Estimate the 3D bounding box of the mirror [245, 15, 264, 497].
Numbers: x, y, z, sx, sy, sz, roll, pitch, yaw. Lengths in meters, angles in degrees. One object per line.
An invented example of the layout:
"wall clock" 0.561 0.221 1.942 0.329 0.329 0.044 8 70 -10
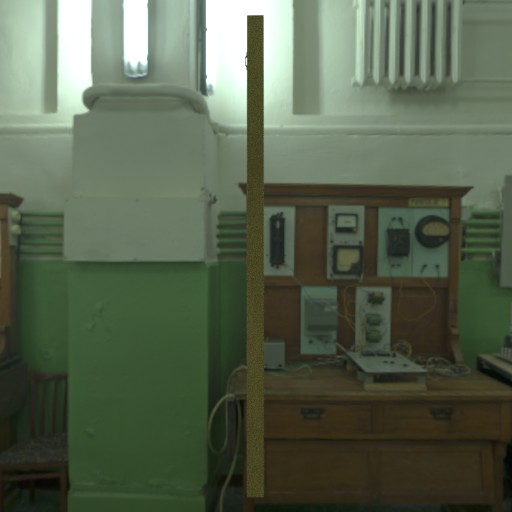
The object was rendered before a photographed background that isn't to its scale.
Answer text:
"mirror" 0.000 0.000 1.314 0.040 1.016 0.762 0 0 1
